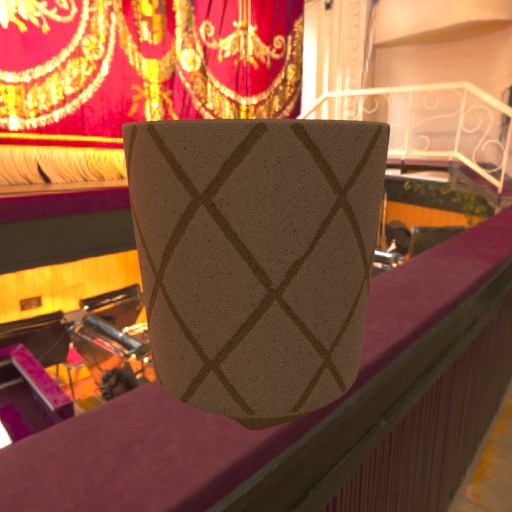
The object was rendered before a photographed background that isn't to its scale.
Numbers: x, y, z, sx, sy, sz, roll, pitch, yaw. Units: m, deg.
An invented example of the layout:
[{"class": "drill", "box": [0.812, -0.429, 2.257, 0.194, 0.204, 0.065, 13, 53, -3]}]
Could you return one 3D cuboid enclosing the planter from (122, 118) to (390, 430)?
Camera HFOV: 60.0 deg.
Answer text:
[{"class": "planter", "box": [0.000, 0.000, 0.352, 0.191, 0.199, 0.191, 0, 14, 0]}]
